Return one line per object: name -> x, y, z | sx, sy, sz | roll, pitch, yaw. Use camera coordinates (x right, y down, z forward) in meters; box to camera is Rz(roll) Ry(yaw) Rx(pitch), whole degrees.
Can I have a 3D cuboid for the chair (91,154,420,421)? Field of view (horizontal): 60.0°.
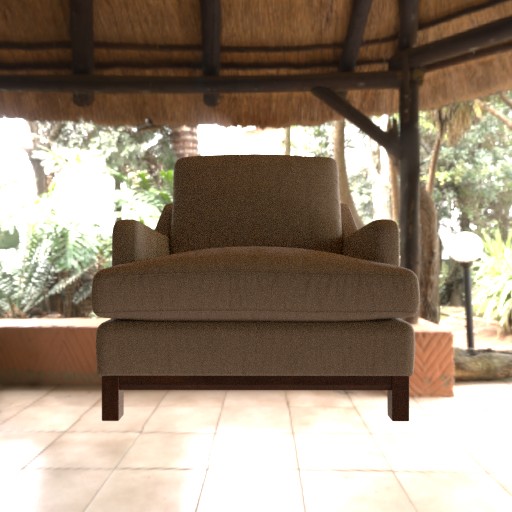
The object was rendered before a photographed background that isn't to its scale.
chair -> 0.000, 0.000, 1.689 | 0.912, 0.916, 1.001 | 0, 0, 0
